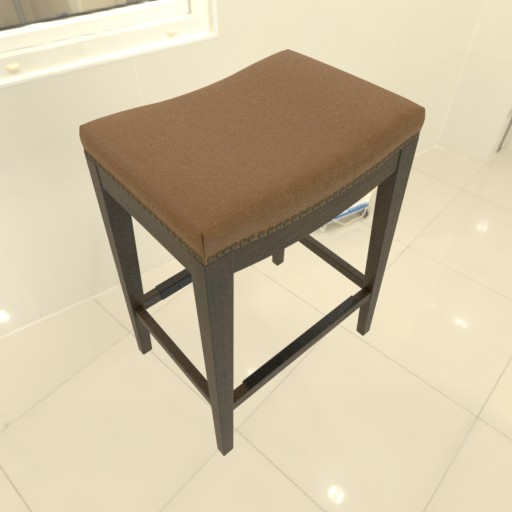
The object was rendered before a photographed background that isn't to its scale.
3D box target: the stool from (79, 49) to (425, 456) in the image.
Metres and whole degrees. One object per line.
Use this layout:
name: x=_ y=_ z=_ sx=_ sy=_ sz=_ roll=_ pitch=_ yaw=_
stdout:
stool: x=0.000 y=0.000 z=0.944 sx=0.500 sy=0.660 sz=0.361 roll=-32 pitch=54 yaw=-27
